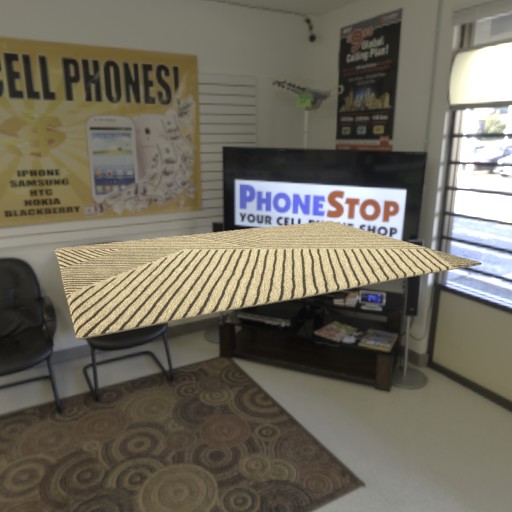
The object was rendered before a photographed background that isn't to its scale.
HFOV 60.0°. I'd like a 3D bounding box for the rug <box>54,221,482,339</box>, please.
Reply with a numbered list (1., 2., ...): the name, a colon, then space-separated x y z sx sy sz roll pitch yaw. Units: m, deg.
1. rug: 0.000 0.000 2.279 1.842 0.019 1.237 -7 17 -26
